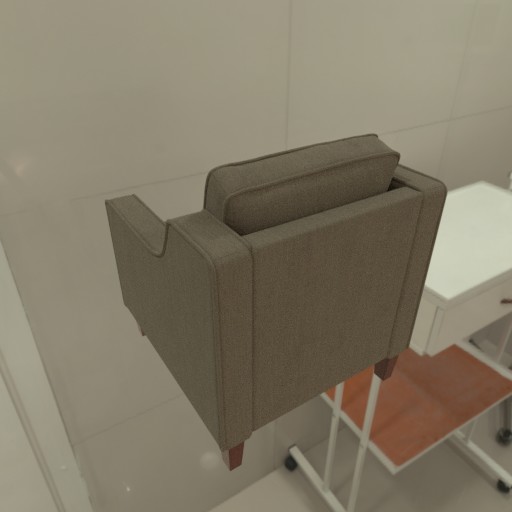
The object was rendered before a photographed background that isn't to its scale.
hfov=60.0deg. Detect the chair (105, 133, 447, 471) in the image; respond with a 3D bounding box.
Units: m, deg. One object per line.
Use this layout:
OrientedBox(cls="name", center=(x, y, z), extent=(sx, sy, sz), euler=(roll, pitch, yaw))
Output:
OrientedBox(cls="chair", center=(0.000, 0.000, 1.666), extent=(0.831, 0.960, 0.909), euler=(-19, 36, -28))
